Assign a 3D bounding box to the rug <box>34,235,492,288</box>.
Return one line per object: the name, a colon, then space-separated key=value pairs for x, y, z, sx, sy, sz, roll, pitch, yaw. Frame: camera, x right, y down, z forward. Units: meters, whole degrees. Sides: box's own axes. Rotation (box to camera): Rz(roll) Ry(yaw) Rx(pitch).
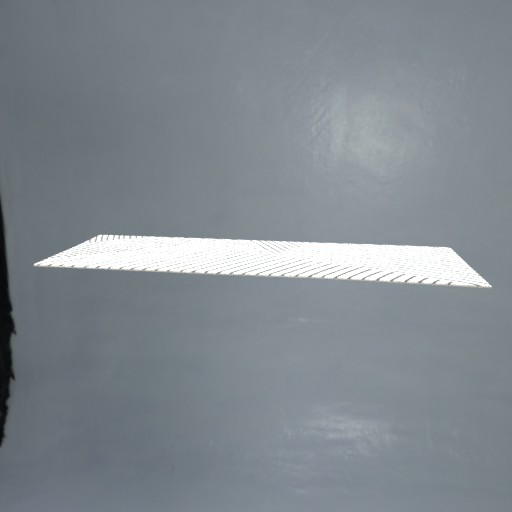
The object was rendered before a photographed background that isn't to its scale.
rug: x=0.000 y=0.000 z=2.695 sx=2.439 sy=0.020 sz=0.773 roll=2 pitch=16 yaw=9
